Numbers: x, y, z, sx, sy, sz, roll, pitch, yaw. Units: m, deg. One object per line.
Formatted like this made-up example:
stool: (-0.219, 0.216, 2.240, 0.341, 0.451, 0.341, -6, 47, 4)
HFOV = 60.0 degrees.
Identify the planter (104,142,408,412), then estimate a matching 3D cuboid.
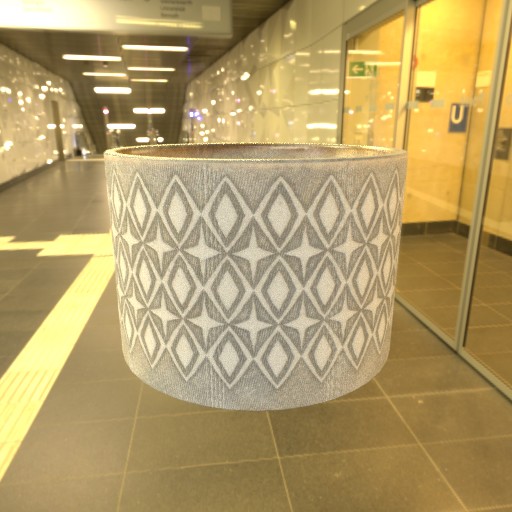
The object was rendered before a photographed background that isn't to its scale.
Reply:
planter: (0.000, 0.000, 0.305, 0.186, 0.144, 0.186, 0, 17, 0)
